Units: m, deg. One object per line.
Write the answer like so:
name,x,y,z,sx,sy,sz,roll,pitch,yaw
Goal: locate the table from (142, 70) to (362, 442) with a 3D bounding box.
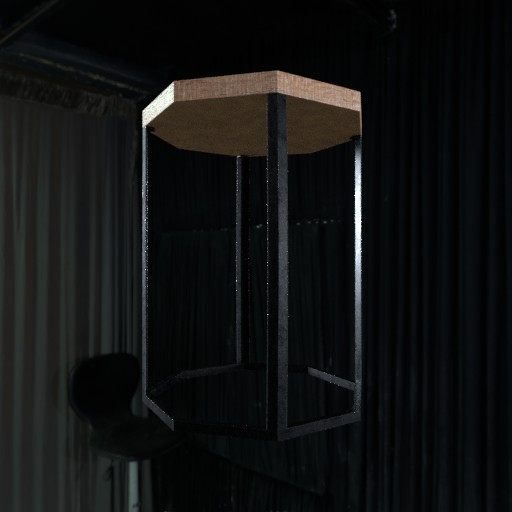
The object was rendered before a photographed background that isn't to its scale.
table,0.000,0.000,0.876,0.437,0.553,0.437,0,0,37
